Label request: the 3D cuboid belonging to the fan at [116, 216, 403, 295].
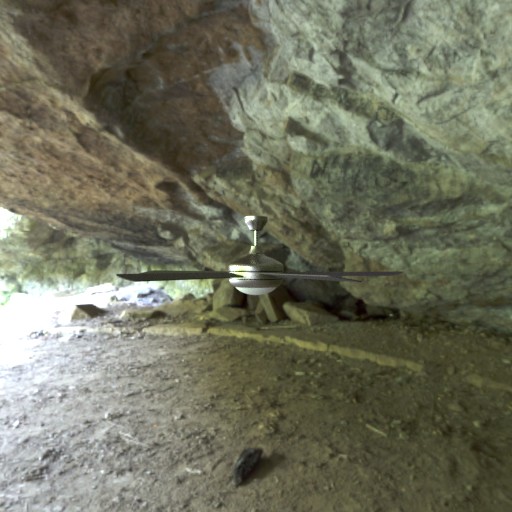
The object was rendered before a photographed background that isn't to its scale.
[{"bbox_3d":[0.000,0.000,2.020,1.321,0.356,1.321,1,-1,-35],"label":"fan"}]
